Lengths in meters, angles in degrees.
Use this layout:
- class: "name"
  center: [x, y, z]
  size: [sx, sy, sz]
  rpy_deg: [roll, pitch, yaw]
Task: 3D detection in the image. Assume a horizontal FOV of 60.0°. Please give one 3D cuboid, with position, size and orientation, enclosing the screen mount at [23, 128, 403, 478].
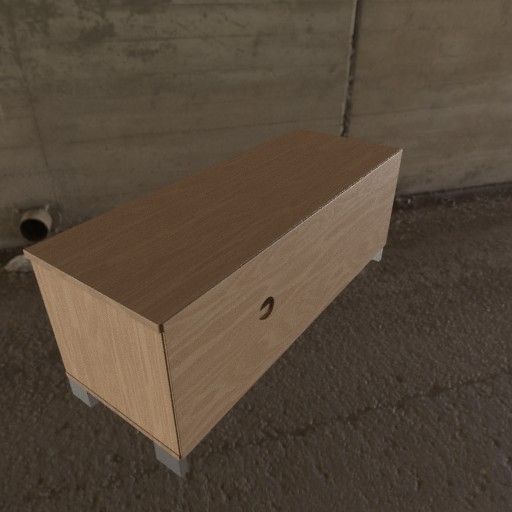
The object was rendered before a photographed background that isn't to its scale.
- class: "screen mount"
  center: [0.000, 0.000, 1.301]
  size: [0.406, 0.432, 1.084]
  rpy_deg: [21, 38, 30]
